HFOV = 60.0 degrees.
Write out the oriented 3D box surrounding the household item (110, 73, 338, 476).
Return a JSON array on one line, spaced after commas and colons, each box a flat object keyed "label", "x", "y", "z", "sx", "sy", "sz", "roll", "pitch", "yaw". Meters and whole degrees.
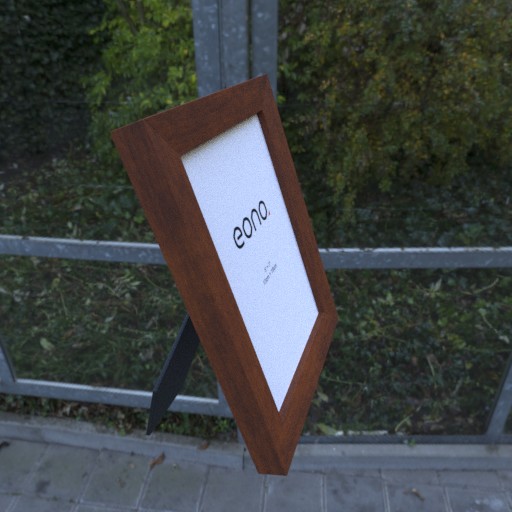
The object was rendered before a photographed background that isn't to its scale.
[{"label": "household item", "x": 0.000, "y": 0.000, "z": 0.291, "sx": 0.096, "sy": 0.204, "sz": 0.160, "roll": 10, "pitch": 31, "yaw": 17}]
